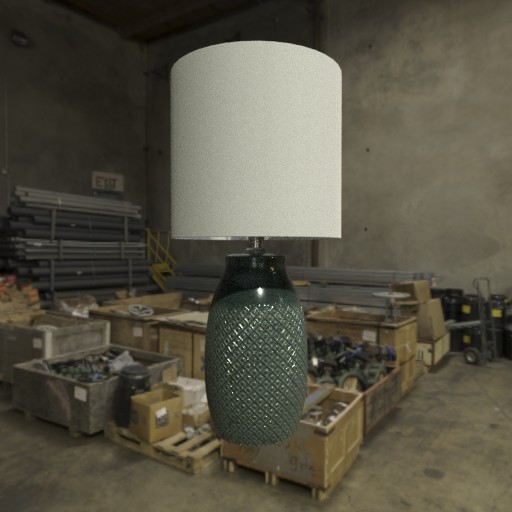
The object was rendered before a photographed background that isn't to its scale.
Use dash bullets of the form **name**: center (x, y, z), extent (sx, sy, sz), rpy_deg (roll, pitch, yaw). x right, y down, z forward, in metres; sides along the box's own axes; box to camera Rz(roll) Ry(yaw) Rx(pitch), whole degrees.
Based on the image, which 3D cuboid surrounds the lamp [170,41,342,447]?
- **lamp**: center (0.000, 0.000, 0.574), extent (0.217, 0.453, 0.217), rpy_deg (1, 1, 35)
